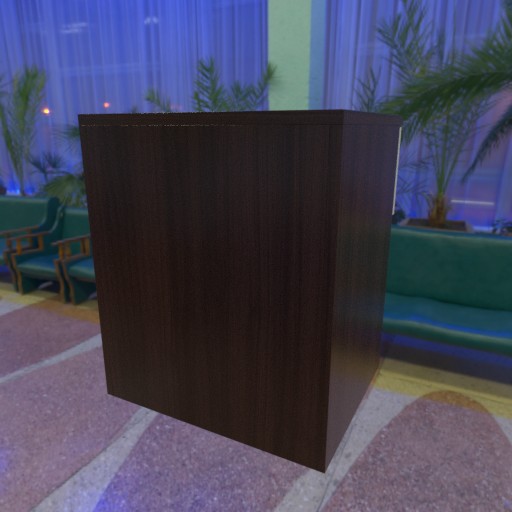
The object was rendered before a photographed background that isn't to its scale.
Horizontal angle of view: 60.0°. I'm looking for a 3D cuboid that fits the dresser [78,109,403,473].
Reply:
[{"bbox_3d":[0.000,0.000,0.776,0.400,0.470,0.360,8,18,27],"label":"dresser"}]
